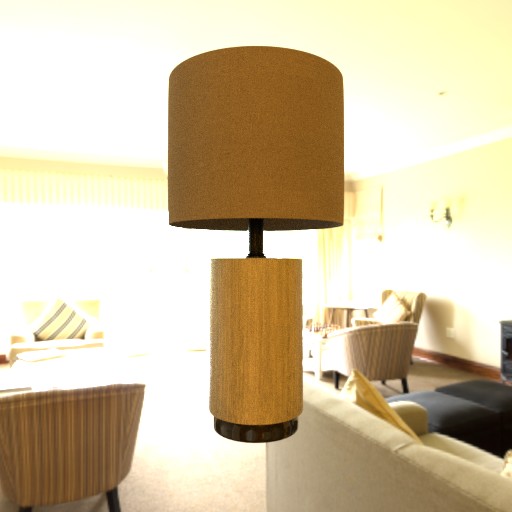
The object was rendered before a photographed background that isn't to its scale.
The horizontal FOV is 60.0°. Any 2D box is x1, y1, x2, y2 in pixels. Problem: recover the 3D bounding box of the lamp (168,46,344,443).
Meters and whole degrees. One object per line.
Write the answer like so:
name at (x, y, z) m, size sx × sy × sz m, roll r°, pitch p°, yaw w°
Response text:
lamp at (0.000, 0.000, 0.581) m, size 0.228 × 0.444 × 0.228 m, roll 0°, pitch 0°, yaw 19°
